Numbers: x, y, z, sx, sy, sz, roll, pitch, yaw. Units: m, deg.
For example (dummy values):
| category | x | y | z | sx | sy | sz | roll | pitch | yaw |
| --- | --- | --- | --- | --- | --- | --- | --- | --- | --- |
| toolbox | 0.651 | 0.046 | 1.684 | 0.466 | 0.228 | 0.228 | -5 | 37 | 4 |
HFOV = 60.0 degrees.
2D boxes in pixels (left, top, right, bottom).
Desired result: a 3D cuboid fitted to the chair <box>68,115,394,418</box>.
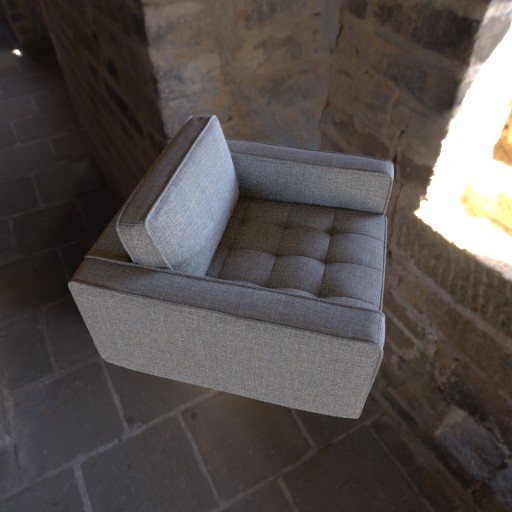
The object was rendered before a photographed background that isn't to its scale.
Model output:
| category | x | y | z | sx | sy | sz | roll | pitch | yaw |
| --- | --- | --- | --- | --- | --- | --- | --- | --- | --- |
| chair | 0.000 | 0.000 | 1.617 | 0.914 | 0.765 | 0.889 | 10 | 46 | 10 |
